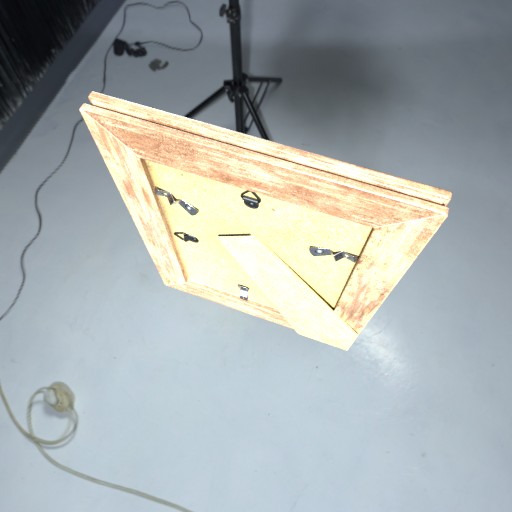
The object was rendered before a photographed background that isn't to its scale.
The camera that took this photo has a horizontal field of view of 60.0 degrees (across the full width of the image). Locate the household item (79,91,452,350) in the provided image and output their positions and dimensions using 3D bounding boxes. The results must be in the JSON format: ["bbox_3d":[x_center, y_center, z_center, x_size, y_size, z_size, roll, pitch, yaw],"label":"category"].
[{"bbox_3d":[0.000,0.000,0.320,0.186,0.237,0.018,18,65,8],"label":"household item"}]
